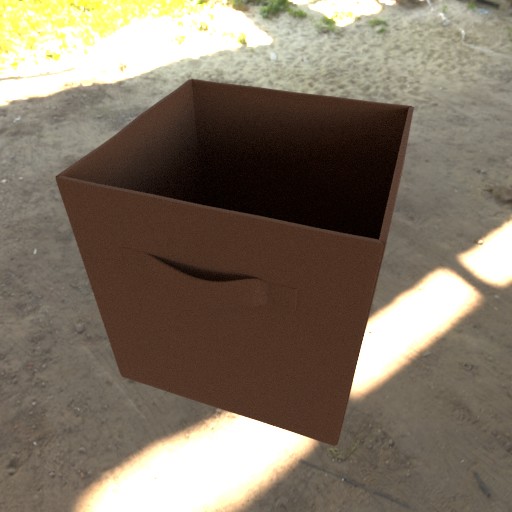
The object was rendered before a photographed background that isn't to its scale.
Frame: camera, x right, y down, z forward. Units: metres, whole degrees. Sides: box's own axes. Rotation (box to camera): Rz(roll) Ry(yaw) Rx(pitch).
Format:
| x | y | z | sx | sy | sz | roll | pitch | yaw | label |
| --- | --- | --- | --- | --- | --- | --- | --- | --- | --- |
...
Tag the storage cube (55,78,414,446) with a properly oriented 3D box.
| x | y | z | sx | sy | sz | roll | pitch | yaw | label |
| --- | --- | --- | --- | --- | --- | --- | --- | --- | --- |
| 0.000 | 0.000 | 0.500 | 0.270 | 0.280 | 0.270 | 13 | 42 | 15 | storage cube |
